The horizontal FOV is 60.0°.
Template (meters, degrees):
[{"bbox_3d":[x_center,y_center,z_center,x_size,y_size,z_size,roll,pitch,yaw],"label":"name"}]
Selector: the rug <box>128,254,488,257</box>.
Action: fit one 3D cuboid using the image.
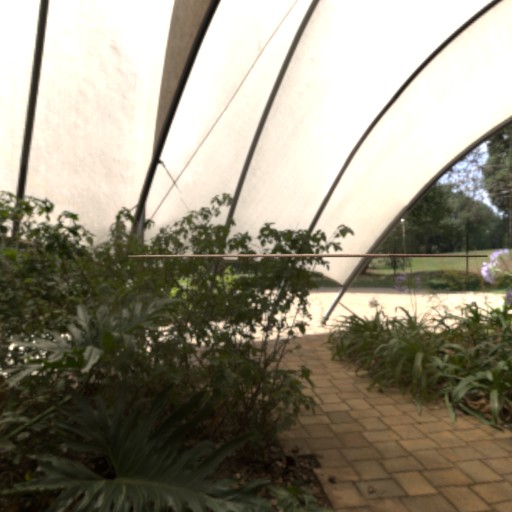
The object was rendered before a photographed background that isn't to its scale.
[{"bbox_3d":[0.000,0.000,2.682,0.685,0.013,2.437,0,0,-37],"label":"rug"}]
